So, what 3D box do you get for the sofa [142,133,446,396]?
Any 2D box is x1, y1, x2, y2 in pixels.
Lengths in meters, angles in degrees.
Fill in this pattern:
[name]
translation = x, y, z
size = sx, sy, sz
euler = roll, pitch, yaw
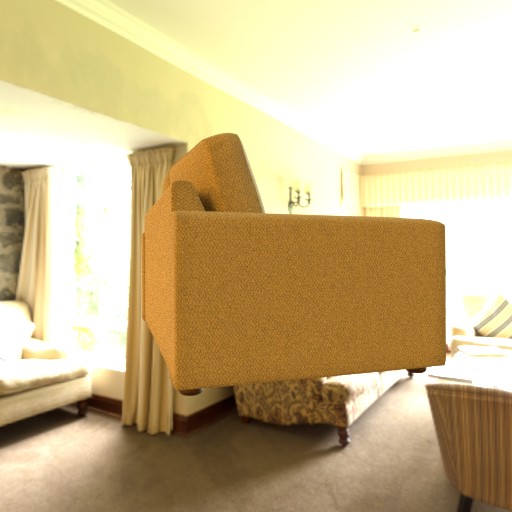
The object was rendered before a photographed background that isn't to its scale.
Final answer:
[sofa]
translation = 0.000, 0.000, 2.219
size = 1.016, 0.873, 1.616
euler = 0, 0, -18
